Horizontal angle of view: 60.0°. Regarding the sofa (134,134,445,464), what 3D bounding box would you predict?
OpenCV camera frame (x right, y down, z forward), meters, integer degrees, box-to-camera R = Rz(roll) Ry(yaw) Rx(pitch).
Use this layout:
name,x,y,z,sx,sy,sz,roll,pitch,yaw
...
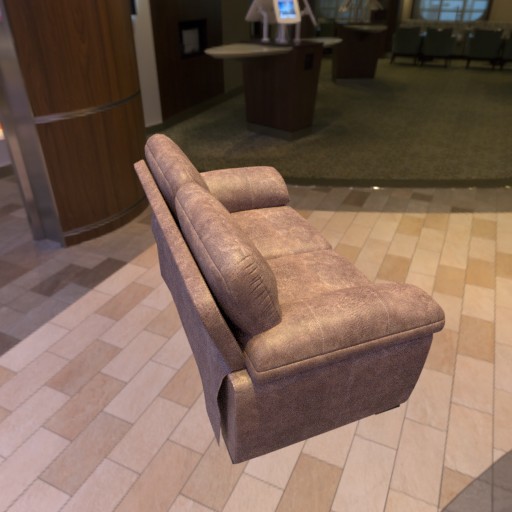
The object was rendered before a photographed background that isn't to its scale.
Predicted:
name,x,y,z,sx,sy,sz,roll,pitch,yaw
sofa,0.000,0.000,2.340,0.991,0.991,1.753,-11,33,-18
